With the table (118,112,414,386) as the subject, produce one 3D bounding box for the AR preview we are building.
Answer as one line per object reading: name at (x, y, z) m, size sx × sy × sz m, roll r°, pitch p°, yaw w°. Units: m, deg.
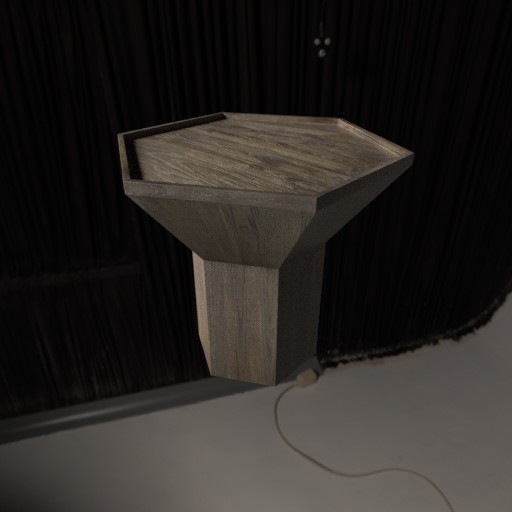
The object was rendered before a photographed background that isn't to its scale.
table at (0.000, 0.000, 1.143) m, size 0.592 × 0.586 × 0.683 m, roll -8°, pitch 31°, yaw -15°
